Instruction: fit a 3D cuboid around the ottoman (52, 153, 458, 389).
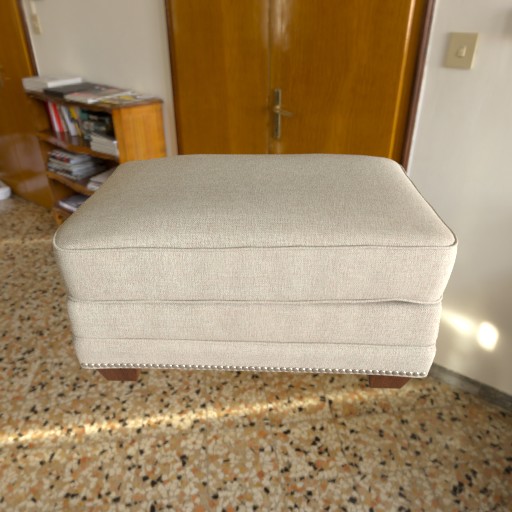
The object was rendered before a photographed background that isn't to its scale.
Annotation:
[{"bbox_3d":[0.000,0.000,1.150,0.813,0.458,0.559,1,29,2],"label":"ottoman"}]
